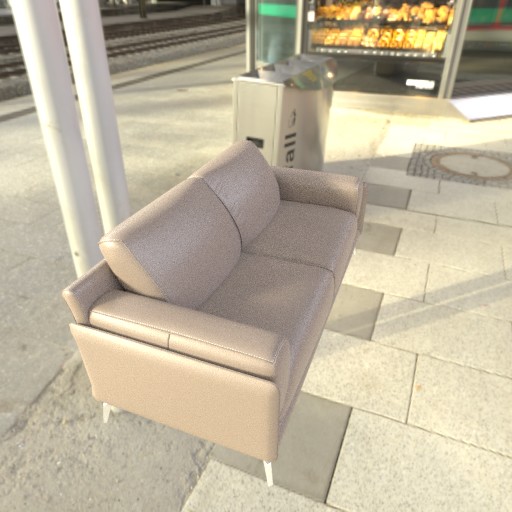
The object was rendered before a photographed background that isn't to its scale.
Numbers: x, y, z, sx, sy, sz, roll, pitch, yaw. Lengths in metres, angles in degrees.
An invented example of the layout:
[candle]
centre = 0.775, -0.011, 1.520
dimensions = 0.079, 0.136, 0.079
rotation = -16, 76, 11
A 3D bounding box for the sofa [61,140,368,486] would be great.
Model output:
[sofa]
centre = 0.000, 0.000, 2.585
dimensions = 1.049, 0.930, 2.101
rotation = 11, 33, 18
